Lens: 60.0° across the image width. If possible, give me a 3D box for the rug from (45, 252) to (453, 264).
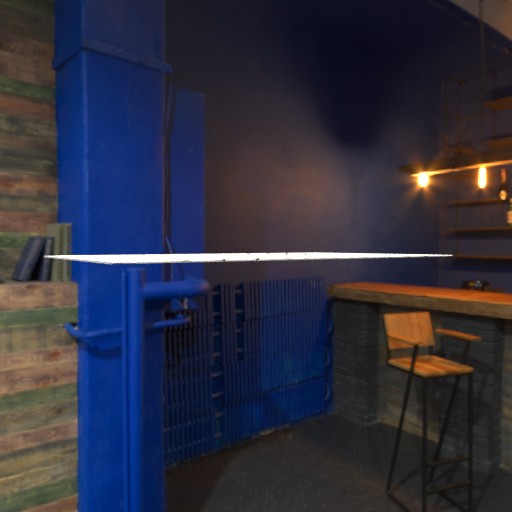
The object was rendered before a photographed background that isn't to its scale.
[{"bbox_3d":[0.000,0.000,2.517,2.006,0.008,1.196,-1,2,-35],"label":"rug"}]
